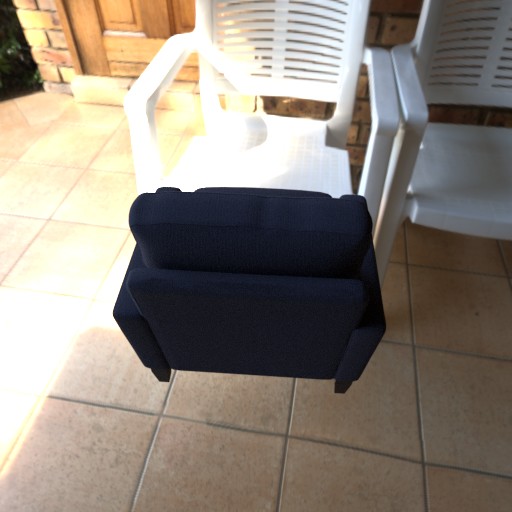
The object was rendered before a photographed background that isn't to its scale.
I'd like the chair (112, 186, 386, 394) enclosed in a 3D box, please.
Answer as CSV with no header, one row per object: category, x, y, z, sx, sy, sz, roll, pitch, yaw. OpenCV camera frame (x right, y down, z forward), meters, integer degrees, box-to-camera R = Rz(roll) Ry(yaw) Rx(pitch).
chair,0.000,0.000,1.722,0.855,0.991,0.897,3,47,3
